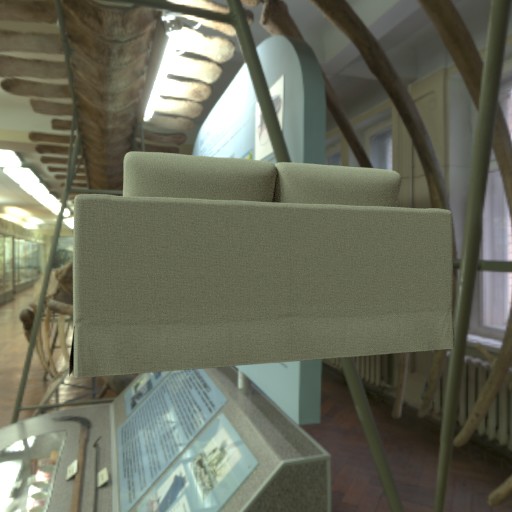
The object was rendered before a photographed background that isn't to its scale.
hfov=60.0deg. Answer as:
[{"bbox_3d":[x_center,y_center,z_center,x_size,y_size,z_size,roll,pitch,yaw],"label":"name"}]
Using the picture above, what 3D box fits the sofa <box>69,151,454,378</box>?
[{"bbox_3d":[0.000,0.000,2.424,1.813,0.932,1.009,0,0,-18],"label":"sofa"}]
